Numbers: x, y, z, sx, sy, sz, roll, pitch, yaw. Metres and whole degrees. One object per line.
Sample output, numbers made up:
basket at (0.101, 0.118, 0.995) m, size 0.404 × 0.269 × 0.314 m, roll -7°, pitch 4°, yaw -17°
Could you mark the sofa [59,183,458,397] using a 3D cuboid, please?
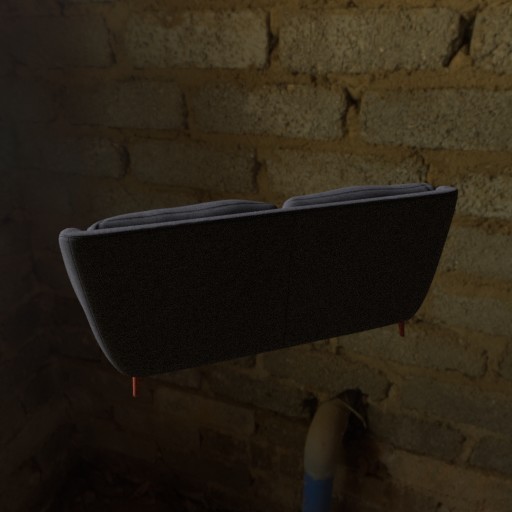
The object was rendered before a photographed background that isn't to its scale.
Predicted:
sofa at (0.000, 0.000, 2.458) m, size 1.929 × 0.896 × 0.975 m, roll -8°, pitch 27°, yaw -17°
